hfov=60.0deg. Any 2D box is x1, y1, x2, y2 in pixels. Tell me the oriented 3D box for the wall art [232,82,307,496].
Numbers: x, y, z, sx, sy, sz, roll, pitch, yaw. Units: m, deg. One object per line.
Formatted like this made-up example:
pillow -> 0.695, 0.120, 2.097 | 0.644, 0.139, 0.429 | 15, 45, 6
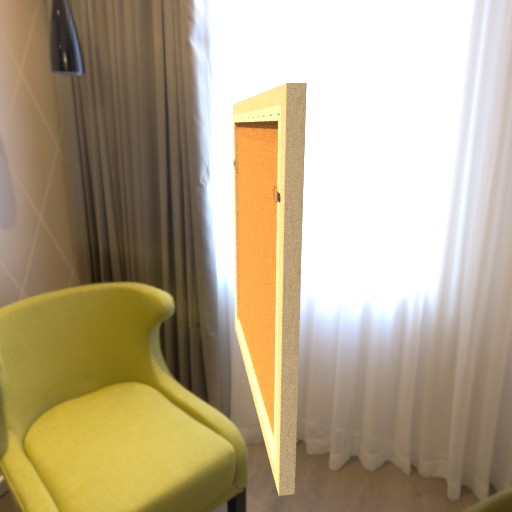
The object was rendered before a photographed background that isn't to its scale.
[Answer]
wall art -> 0.000, 0.000, 1.504 | 0.045, 1.016, 1.016 | -3, 17, -9
